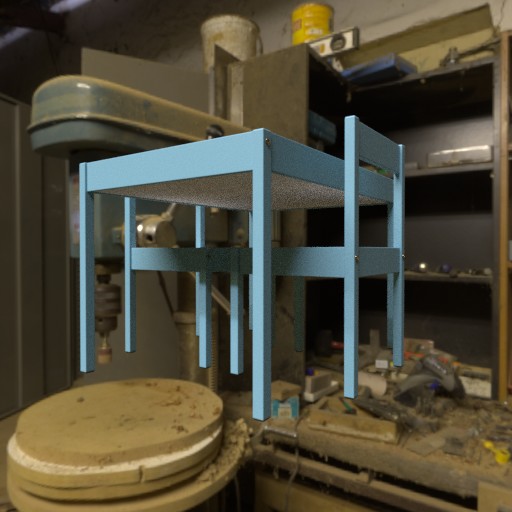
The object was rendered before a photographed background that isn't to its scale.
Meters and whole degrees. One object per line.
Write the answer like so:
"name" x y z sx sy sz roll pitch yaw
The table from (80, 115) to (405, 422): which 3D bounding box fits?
"table" 0.000 0.000 1.080 0.633 0.503 0.639 1 1 36
